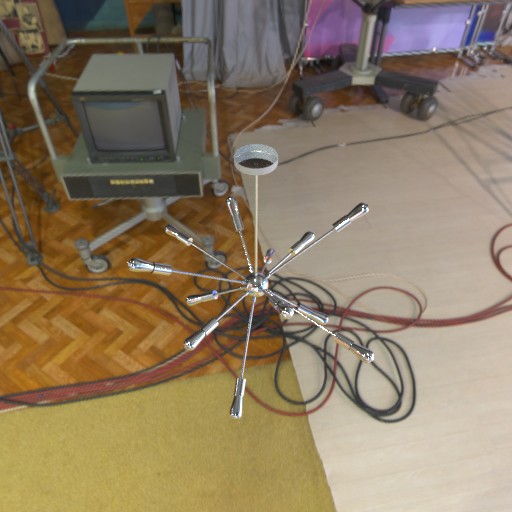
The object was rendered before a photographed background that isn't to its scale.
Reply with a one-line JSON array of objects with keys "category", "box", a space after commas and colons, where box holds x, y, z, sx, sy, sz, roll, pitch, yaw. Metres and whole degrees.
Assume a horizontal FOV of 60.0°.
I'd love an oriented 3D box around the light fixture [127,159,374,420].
[{"category": "light fixture", "box": [0.000, 0.000, 1.064, 0.684, 0.558, 0.509, 31, 53, 27]}]
